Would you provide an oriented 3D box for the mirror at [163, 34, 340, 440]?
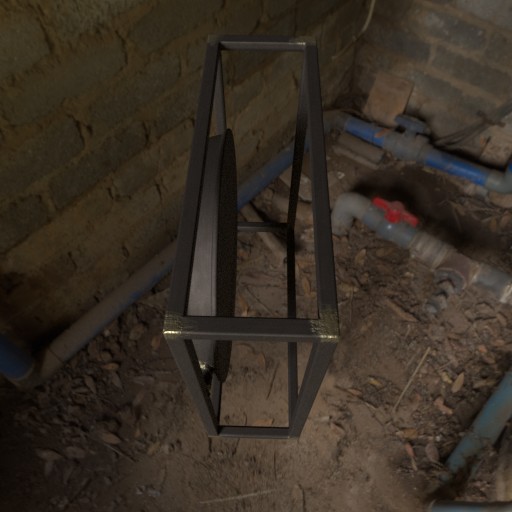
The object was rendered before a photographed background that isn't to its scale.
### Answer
[{"bbox_3d":[0.000,0.000,0.467,0.107,0.303,0.306,1,57,1],"label":"mirror"}]
